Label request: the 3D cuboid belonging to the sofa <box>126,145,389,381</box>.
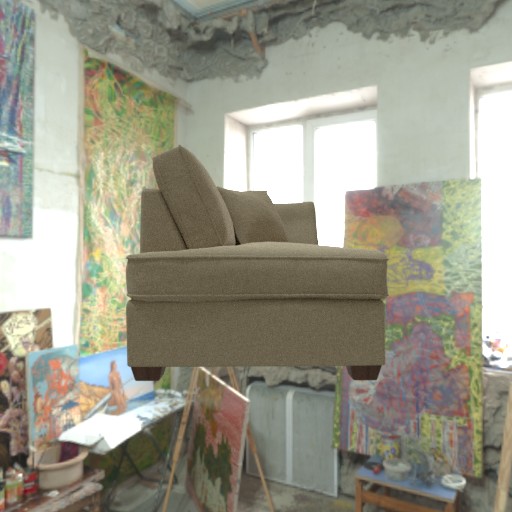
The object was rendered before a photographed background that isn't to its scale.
[{"bbox_3d":[0.000,0.000,2.889,1.110,1.033,2.237,0,0,0],"label":"sofa"}]
